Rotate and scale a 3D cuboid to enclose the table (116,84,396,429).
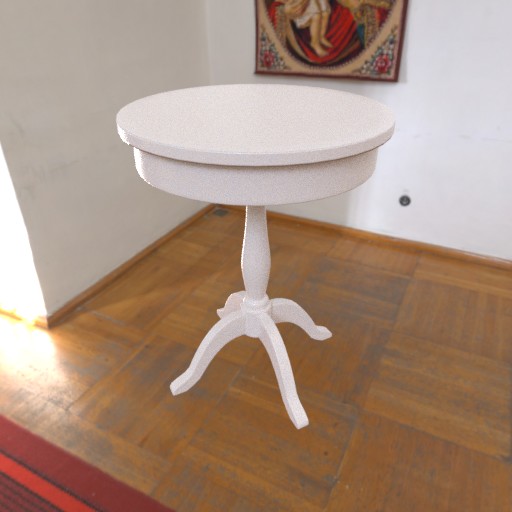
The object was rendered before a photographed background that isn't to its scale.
[{"bbox_3d":[0.000,0.000,1.009,0.513,0.653,0.513,0,31,0],"label":"table"}]
